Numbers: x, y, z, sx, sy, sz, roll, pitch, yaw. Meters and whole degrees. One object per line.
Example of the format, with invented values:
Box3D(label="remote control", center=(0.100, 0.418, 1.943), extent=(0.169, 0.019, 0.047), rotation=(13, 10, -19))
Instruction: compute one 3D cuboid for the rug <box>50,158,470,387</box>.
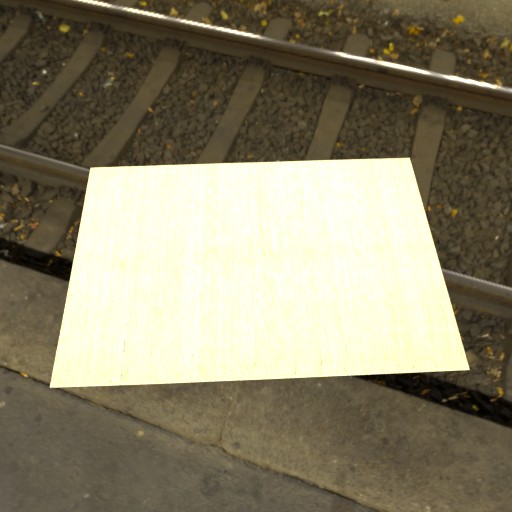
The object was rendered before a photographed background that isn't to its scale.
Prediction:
Box3D(label="rug", center=(0.000, 0.000, 2.262), extent=(1.850, 0.015, 1.250), rotation=(-2, 60, -1))
